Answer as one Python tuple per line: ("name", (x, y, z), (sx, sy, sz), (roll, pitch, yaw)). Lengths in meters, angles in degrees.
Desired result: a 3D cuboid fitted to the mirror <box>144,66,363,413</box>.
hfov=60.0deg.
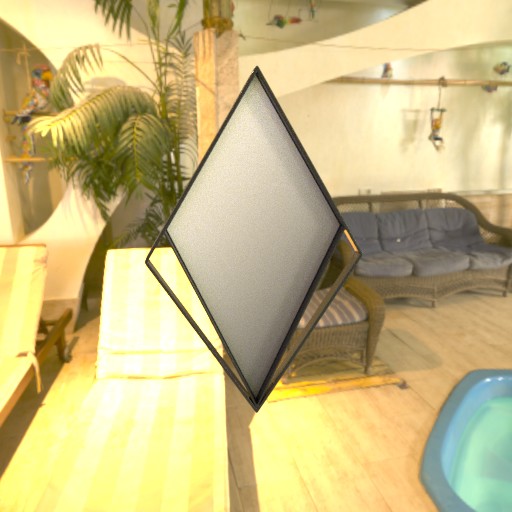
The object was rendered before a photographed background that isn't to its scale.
("mirror", (0.000, 0.000, 0.858), (0.419, 0.679, 0.032), (-2, 16, -7))
